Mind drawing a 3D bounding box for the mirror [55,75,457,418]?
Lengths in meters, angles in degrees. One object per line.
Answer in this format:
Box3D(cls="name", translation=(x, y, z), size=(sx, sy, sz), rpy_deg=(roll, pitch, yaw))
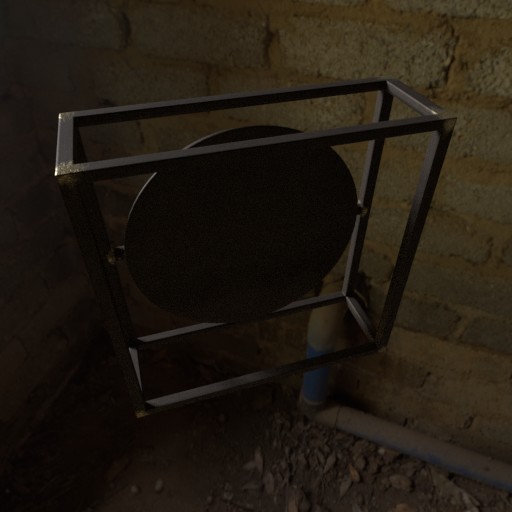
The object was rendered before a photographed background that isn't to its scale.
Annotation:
Box3D(cls="mirror", translation=(0.000, 0.000, 0.459), size=(0.306, 0.303, 0.107), rpy_deg=(-11, 42, -13))
